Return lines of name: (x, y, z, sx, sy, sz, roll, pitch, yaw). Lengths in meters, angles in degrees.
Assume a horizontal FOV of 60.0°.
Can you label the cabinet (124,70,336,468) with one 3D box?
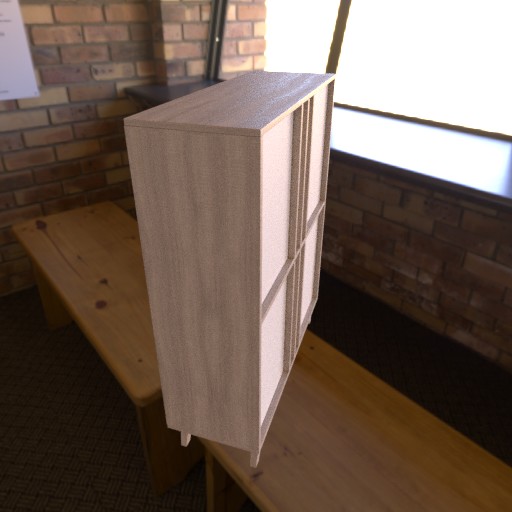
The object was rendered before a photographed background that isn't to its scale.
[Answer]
cabinet: (0.000, 0.000, 1.960, 0.398, 1.388, 1.111, 9, 31, 16)
